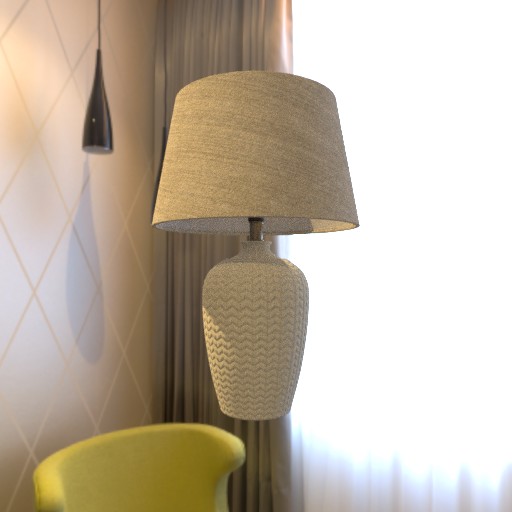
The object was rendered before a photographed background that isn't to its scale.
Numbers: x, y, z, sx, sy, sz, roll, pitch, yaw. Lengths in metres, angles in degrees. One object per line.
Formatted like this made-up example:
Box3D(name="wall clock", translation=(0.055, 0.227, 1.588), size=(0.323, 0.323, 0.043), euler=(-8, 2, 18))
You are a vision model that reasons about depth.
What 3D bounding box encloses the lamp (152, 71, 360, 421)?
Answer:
Box3D(name="lamp", translation=(0.000, 0.000, 0.849), size=(0.390, 0.580, 0.390), euler=(0, -1, 0))
